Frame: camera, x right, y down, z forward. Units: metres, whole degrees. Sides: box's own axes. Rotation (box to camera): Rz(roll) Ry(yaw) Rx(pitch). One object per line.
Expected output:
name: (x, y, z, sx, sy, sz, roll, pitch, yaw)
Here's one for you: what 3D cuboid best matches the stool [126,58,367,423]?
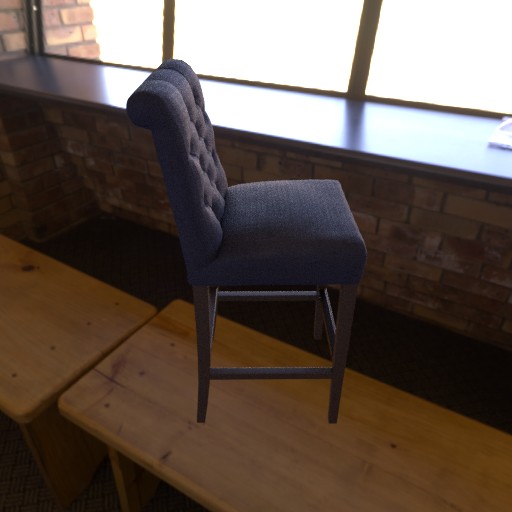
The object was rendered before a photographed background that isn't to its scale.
stool: (0.000, 0.000, 1.460, 0.601, 1.140, 0.493, 0, 33, 0)
